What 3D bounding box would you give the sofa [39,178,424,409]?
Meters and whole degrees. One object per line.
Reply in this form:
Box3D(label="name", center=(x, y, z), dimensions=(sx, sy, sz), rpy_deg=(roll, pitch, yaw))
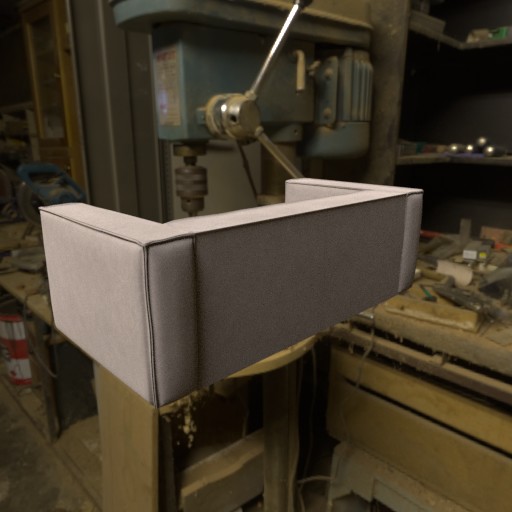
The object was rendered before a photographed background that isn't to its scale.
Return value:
Box3D(label="sofa", center=(0.000, 0.000, 2.518), dimensions=(1.995, 0.680, 1.038), rpy_deg=(-15, 21, -42))
